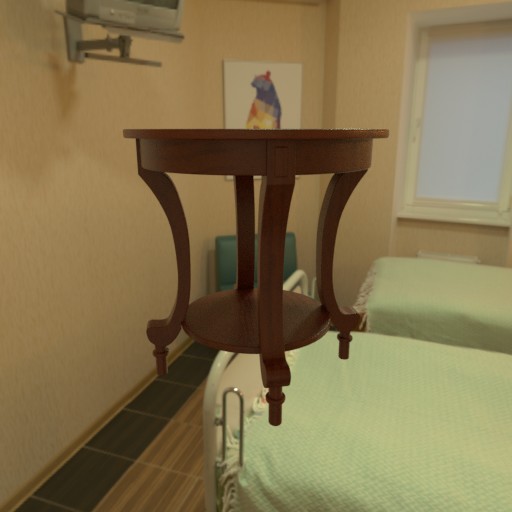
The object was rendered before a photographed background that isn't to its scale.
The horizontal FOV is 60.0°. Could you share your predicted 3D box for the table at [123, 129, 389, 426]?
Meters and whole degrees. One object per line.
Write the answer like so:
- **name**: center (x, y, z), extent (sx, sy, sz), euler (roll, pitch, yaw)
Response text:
- **table**: center (0.000, 0.000, 1.115), extent (0.597, 0.612, 0.597), euler (0, 16, 0)
